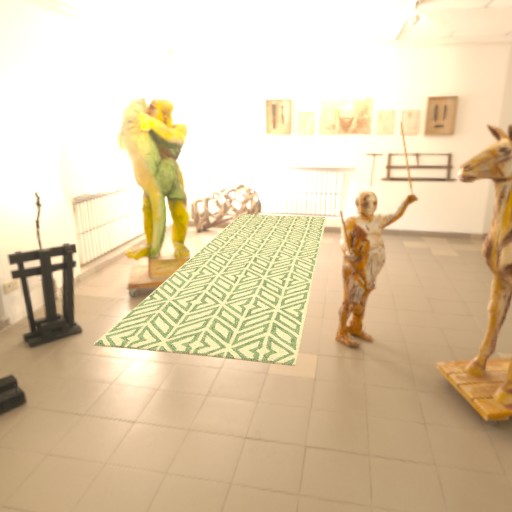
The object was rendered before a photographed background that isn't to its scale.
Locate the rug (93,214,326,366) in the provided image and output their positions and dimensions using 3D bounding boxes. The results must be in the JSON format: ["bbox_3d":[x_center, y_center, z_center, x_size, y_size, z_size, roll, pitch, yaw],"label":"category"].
[{"bbox_3d":[0.000,0.000,2.707,0.750,0.009,2.435,3,17,11],"label":"rug"}]
